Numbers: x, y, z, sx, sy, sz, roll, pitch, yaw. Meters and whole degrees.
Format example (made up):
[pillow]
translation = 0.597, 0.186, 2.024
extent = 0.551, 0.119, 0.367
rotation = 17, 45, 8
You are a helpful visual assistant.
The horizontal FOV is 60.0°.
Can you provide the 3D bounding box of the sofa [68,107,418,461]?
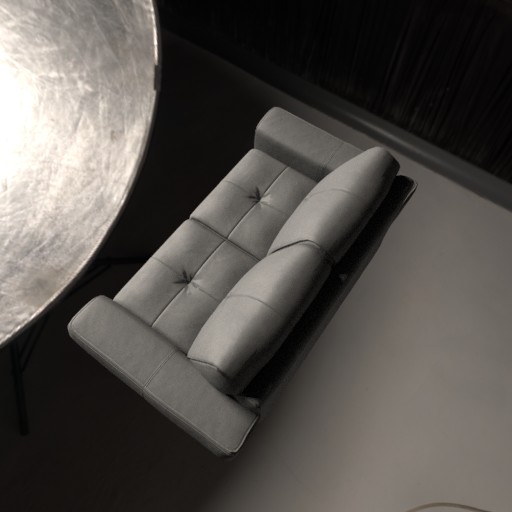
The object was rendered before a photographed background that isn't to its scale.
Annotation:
[sofa]
translation = 0.000, 0.000, 2.381
extent = 1.018, 0.907, 1.806
rotation = 33, 68, 15
